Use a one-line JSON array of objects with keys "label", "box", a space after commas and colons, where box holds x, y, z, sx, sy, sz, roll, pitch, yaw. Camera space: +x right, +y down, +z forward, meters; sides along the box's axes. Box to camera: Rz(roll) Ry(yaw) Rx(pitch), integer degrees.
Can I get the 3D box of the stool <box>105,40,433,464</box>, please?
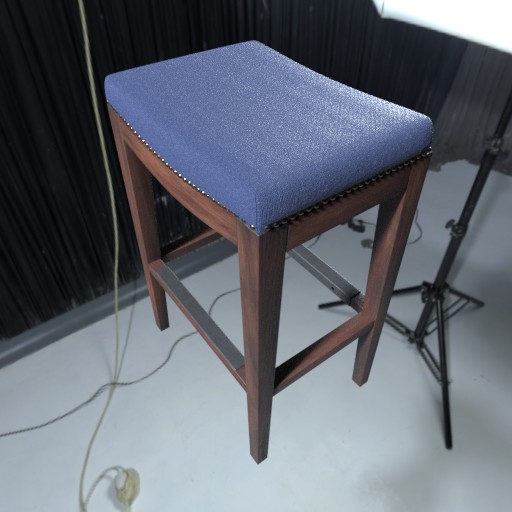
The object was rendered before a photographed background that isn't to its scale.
[{"label": "stool", "box": [0.000, 0.000, 0.981, 0.358, 0.740, 0.498, -27, 49, -26]}]
